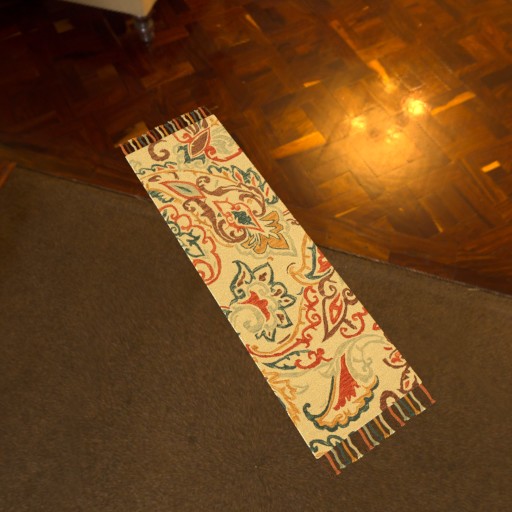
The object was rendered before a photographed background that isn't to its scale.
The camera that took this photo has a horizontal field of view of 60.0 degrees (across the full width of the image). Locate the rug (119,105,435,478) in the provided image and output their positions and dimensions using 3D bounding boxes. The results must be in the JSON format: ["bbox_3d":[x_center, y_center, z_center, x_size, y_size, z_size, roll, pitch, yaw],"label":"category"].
[{"bbox_3d":[0.000,0.000,2.957,0.763,0.015,2.682,-30,68,-13],"label":"rug"}]
